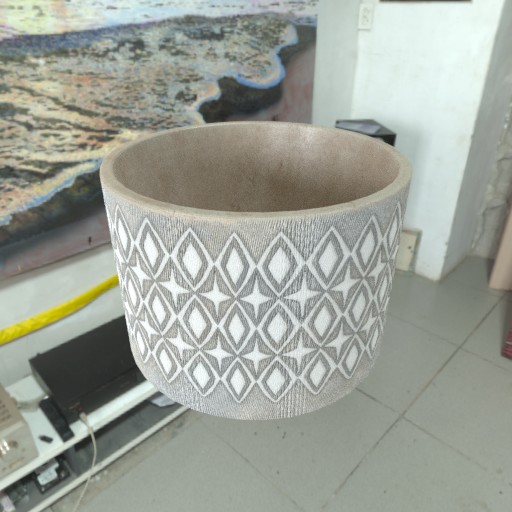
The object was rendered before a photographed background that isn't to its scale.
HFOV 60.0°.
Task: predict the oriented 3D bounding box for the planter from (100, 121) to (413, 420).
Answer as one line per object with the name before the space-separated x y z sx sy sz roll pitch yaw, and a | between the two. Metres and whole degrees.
planter | 0.000 0.000 0.274 0.164 0.127 0.164 0 30 0
